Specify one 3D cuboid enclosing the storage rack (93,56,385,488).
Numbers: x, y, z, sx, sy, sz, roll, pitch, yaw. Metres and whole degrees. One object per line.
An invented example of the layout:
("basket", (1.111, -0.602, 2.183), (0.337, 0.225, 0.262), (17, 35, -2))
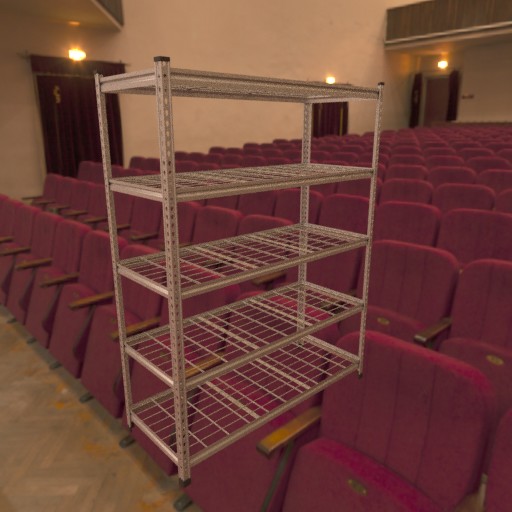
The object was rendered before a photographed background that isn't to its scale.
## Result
("storage rack", (0.000, 0.000, 2.635), (1.524, 1.981, 0.610), (-14, 21, -40))
